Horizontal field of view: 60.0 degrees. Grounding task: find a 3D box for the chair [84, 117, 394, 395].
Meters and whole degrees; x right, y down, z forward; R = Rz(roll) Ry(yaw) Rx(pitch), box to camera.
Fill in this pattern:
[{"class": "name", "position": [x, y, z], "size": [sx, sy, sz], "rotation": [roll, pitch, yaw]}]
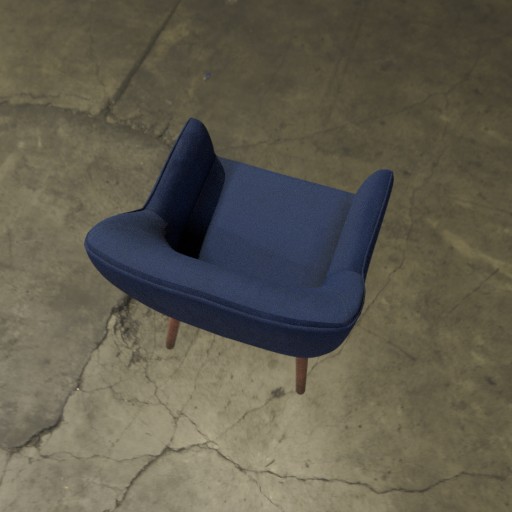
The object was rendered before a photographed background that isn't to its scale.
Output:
[{"class": "chair", "position": [0.000, 0.000, 1.244], "size": [0.600, 0.820, 0.600], "rotation": [17, 66, 8]}]
